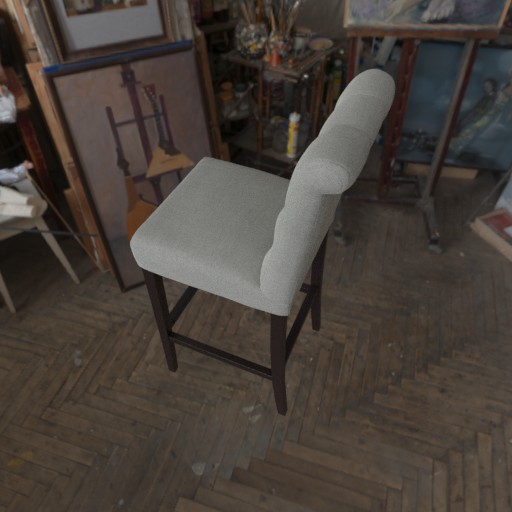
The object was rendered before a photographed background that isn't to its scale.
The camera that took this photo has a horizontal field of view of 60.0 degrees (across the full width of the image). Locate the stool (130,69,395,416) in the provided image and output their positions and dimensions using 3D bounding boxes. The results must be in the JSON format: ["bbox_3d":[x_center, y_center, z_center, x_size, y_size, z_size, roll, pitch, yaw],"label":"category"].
[{"bbox_3d":[0.000,0.000,1.451,0.601,1.140,0.493,17,48,16],"label":"stool"}]
